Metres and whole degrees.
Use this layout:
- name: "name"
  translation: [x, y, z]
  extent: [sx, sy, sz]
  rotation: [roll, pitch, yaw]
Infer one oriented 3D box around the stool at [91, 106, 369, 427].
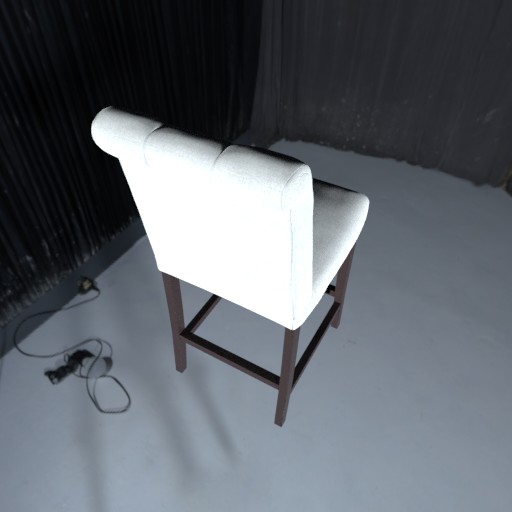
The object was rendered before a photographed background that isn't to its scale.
- name: "stool"
  translation: [0.000, 0.000, 1.338]
  extent: [0.493, 1.040, 0.601]
  rotation: [22, 48, 21]
